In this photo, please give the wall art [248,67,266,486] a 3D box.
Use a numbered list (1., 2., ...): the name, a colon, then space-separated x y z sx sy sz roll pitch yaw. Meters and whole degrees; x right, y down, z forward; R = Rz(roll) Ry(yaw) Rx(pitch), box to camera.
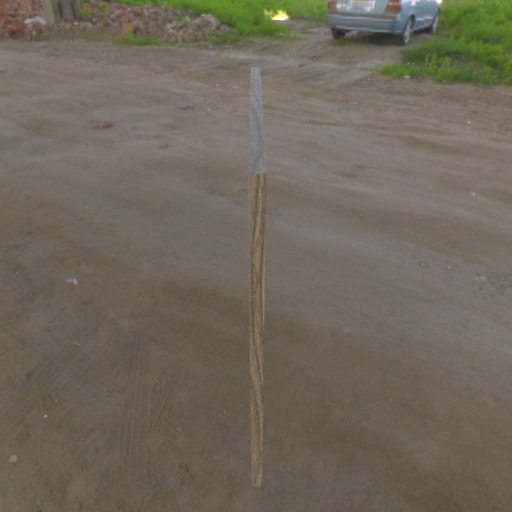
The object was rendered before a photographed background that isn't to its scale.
1. wall art: 0.000 0.000 0.748 0.016 0.507 0.508 0 33 0
